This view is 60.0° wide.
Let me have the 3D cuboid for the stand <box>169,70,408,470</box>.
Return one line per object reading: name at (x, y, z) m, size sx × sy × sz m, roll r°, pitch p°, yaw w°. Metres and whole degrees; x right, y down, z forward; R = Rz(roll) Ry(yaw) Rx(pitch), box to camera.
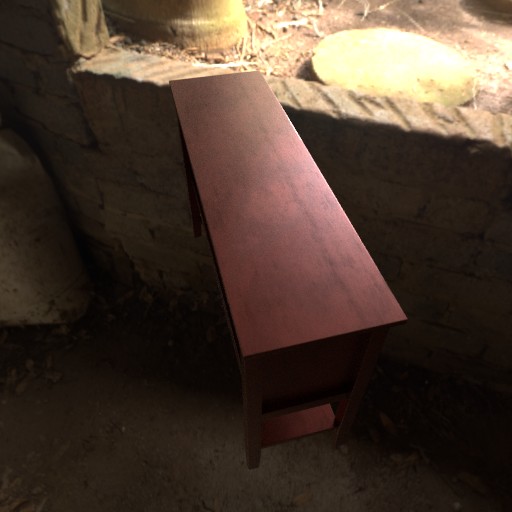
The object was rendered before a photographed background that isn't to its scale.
stand at (0.000, 0.000, 1.777) m, size 0.410 × 0.872 × 1.362 m, roll -11°, pitch 48°, yaw -10°
